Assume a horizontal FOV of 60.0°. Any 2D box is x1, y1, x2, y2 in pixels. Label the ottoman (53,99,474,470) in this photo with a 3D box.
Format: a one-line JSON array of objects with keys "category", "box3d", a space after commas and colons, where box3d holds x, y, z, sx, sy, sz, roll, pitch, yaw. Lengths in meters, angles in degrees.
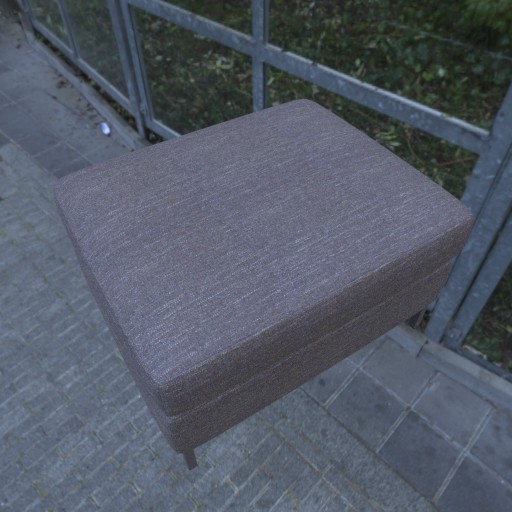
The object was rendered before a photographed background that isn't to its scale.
[{"category": "ottoman", "box3d": [0.000, 0.000, 1.183, 0.820, 0.490, 0.671, -25, 52, -21]}]
